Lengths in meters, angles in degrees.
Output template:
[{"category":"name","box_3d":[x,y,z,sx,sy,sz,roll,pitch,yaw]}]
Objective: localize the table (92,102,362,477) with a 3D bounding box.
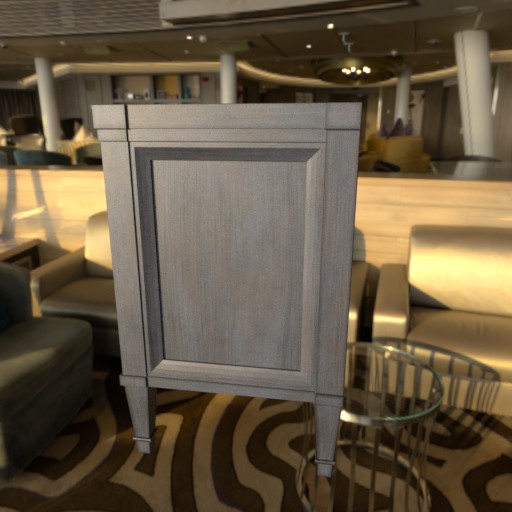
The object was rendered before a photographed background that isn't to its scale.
[{"category":"table","box_3d":[0.000,0.000,1.058,0.413,0.660,0.660,3,17,9]}]
